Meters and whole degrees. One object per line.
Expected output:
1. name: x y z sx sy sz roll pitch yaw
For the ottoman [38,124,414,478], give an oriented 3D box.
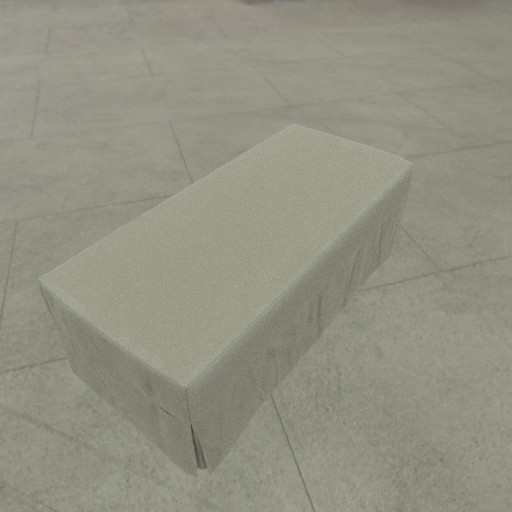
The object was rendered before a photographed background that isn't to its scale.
1. ottoman: 0.000 0.000 1.688 0.665 0.457 1.388 27 48 27
